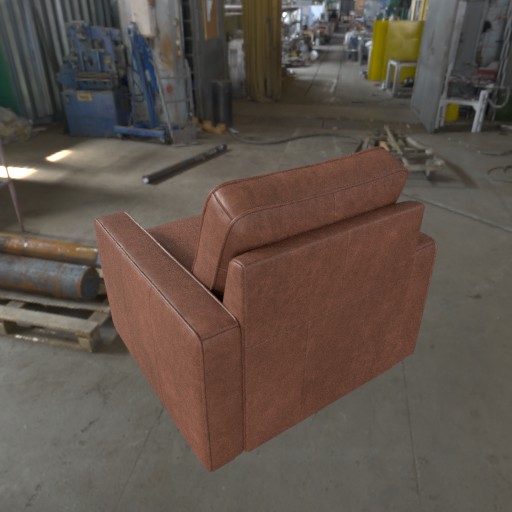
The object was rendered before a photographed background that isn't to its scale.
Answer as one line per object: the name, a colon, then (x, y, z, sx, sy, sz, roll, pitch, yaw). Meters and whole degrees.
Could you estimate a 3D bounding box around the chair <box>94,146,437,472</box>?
chair: (0.000, 0.000, 1.760, 1.017, 0.919, 0.940, -19, 35, -29)
